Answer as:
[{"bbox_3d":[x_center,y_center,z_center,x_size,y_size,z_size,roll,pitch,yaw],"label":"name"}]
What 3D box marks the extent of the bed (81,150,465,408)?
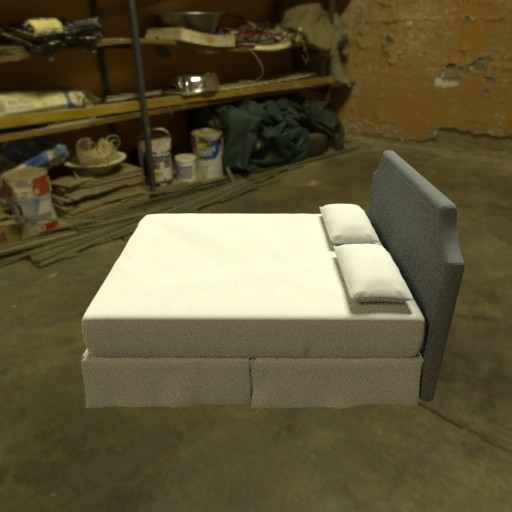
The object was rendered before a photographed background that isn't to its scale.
[{"bbox_3d":[0.000,0.000,3.347,2.259,1.296,1.811,0,27,0],"label":"bed"}]
